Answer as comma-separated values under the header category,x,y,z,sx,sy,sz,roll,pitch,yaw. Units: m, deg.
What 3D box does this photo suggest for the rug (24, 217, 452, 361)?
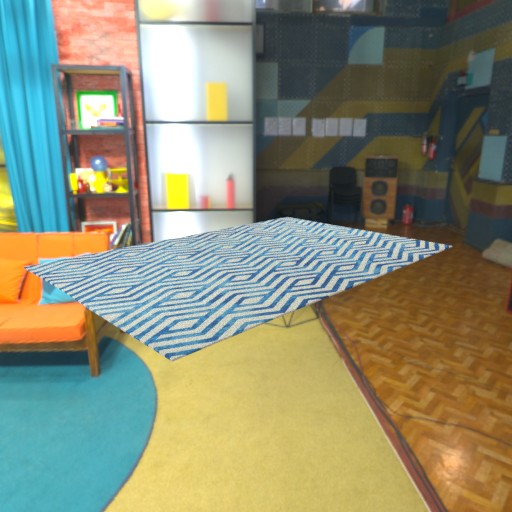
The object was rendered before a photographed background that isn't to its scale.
category,x,y,z,sx,sy,sz,roll,pitch,yaw
rug,0.000,0.000,2.253,1.830,0.008,1.225,-15,21,-42
